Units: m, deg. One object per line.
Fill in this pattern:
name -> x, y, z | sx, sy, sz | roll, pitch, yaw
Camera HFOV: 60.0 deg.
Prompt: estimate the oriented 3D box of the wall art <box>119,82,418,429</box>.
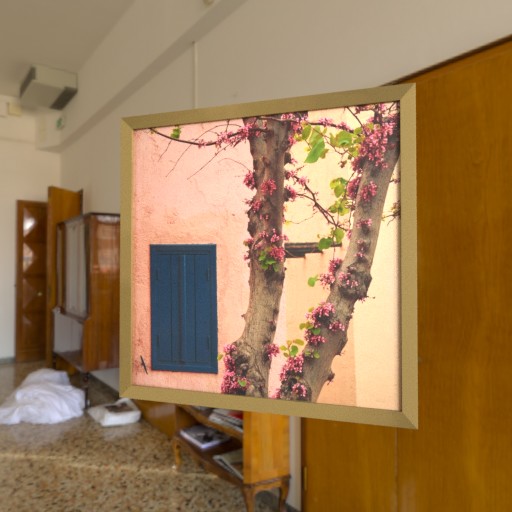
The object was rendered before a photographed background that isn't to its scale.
wall art -> 0.000, 0.000, 0.746 | 0.507, 0.508, 0.038 | 0, -1, 18
